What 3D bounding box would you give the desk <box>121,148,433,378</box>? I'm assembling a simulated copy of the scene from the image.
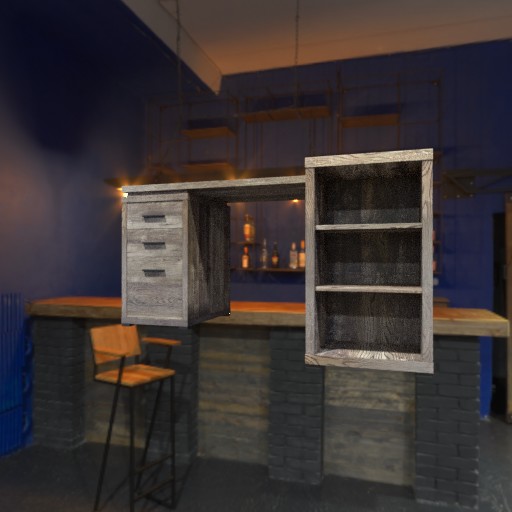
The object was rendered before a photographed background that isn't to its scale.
[{"bbox_3d":[0.000,0.000,2.152,1.524,0.753,1.200,0,0,18],"label":"desk"}]
